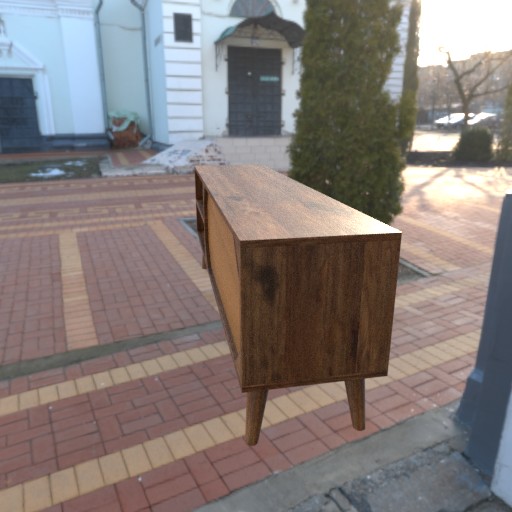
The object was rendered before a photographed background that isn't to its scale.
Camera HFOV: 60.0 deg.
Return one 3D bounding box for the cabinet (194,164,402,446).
[{"bbox_3d":[0.000,0.000,1.666,0.349,0.528,1.448,-3,18,-11],"label":"cabinet"}]
